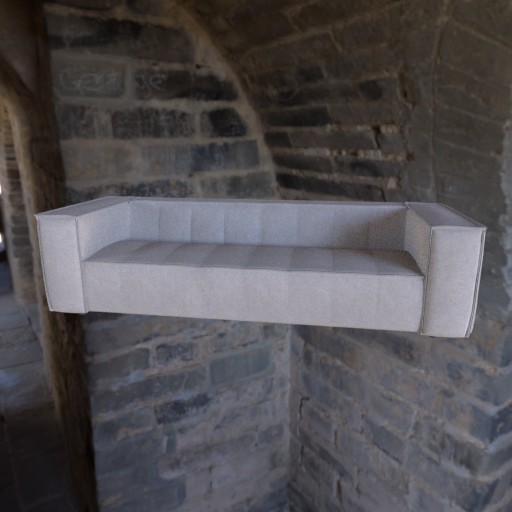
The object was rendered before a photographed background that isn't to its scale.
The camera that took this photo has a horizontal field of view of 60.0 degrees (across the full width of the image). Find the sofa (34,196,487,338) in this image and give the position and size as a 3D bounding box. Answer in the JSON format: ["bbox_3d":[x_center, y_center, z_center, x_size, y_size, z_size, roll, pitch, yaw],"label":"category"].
[{"bbox_3d":[0.000,0.000,3.098,2.697,0.680,1.038,2,15,9],"label":"sofa"}]
